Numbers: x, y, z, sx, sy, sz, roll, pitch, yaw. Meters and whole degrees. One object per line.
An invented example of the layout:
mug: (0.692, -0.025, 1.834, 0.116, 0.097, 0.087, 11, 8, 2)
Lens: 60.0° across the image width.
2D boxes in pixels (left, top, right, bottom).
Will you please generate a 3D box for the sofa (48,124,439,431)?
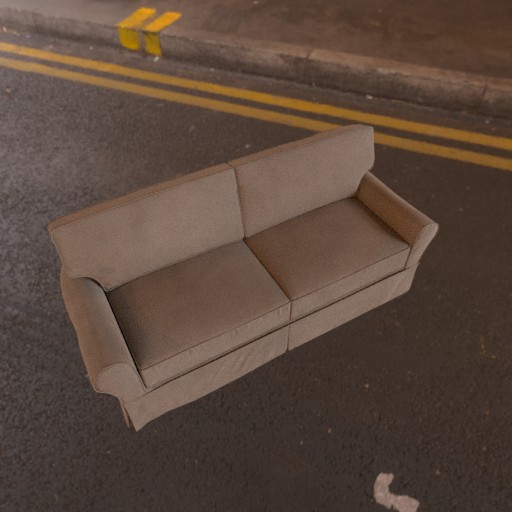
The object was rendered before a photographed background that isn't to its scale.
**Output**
sofa: (0.000, 0.000, 2.764, 2.246, 1.014, 0.900, -22, 50, -20)
